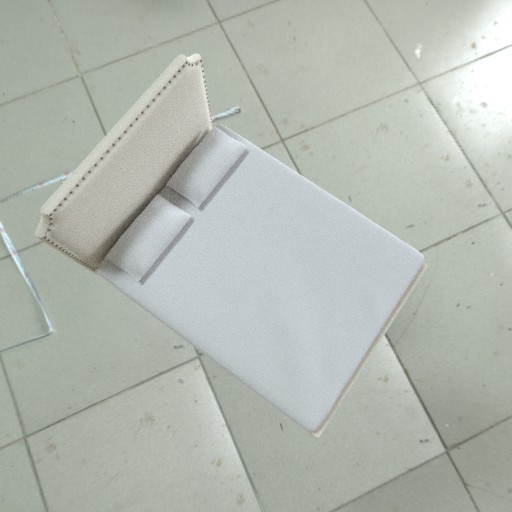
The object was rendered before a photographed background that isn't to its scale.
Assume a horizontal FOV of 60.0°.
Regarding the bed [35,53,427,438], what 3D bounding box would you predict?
[{"bbox_3d":[0.000,0.000,3.447,2.372,1.497,1.712,35,78,9],"label":"bed"}]
